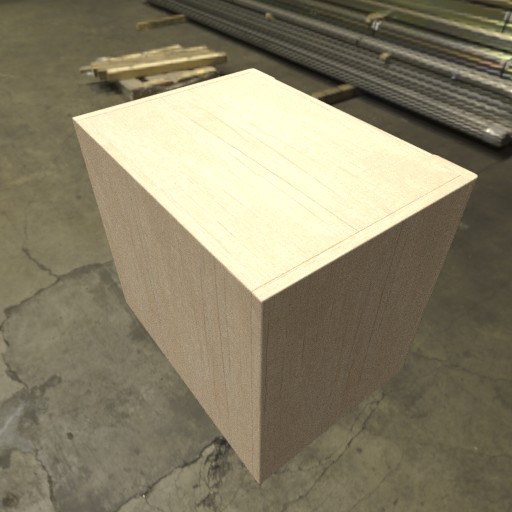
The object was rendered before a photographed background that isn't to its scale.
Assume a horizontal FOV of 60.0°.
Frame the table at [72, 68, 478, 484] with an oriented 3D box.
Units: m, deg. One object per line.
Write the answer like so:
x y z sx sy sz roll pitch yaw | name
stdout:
0.000 0.000 0.915 0.420 0.510 0.570 -27 49 -27 | table
